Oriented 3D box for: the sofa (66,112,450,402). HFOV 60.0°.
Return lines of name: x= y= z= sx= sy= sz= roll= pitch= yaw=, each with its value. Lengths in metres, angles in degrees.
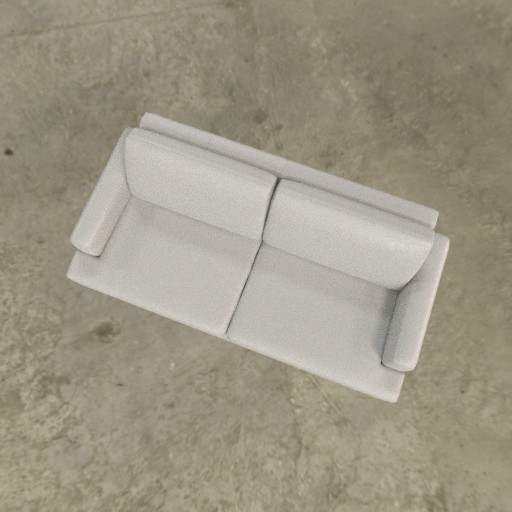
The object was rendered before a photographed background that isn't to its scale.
sofa: x=0.000 y=0.000 z=2.488 sx=1.940 sy=0.765 sz=0.974 roll=20 pitch=76 yaw=5
